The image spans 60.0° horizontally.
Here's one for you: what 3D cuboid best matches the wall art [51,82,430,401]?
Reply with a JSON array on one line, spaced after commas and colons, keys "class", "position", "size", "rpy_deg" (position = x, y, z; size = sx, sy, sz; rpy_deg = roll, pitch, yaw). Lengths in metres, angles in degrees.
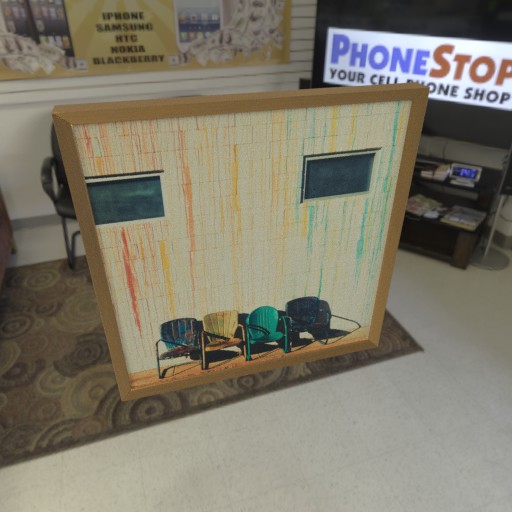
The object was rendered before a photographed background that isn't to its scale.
[{"class": "wall art", "position": [0.000, 0.000, 0.724], "size": [0.505, 0.505, 0.037], "rpy_deg": [-9, 34, -13]}]
